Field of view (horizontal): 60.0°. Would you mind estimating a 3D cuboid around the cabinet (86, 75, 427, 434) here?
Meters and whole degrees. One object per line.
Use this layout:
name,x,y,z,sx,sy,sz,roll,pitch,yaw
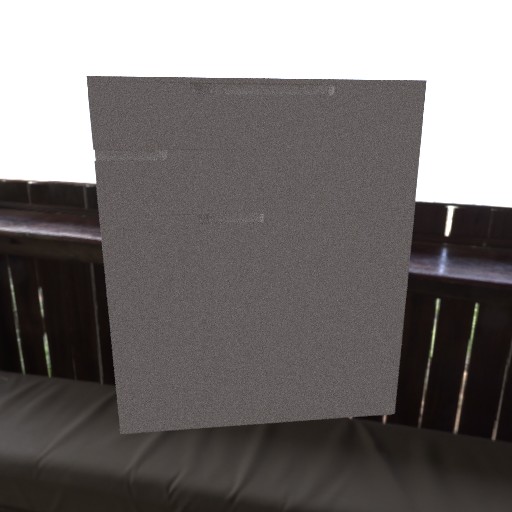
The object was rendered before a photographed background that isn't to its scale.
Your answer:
cabinet,0.000,0.000,1.641,1.000,1.190,0.400,-2,16,-6
